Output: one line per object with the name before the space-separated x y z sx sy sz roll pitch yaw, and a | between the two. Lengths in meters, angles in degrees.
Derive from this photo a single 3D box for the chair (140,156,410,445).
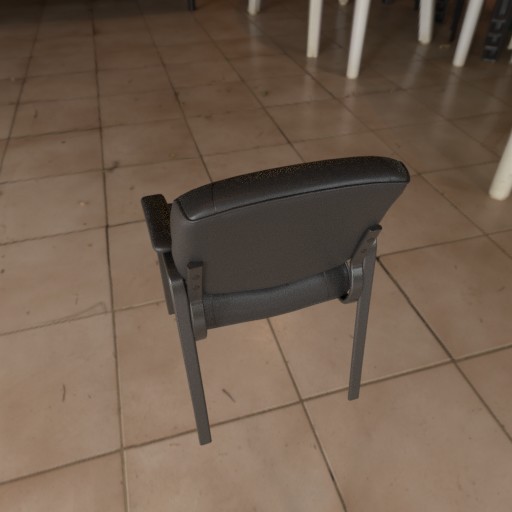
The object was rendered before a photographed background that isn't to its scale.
chair | 0.000 0.000 1.319 0.591 0.910 0.668 -12 43 -13
